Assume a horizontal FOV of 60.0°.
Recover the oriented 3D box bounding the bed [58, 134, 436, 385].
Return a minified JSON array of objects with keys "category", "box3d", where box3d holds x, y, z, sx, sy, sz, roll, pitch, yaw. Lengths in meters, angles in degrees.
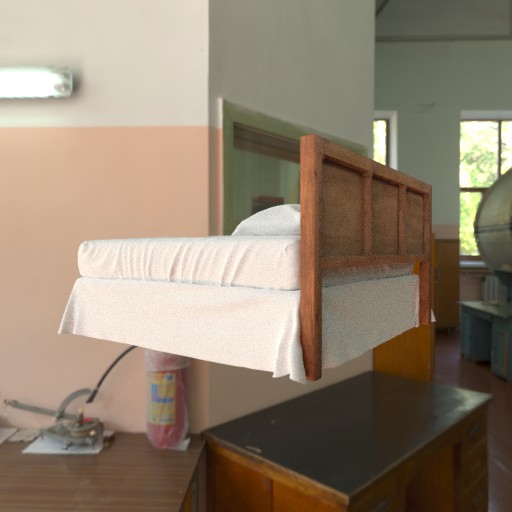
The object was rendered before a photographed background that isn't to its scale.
[{"category":"bed","box3d":[0.000,0.000,3.482,2.165,1.158,2.255,1,1,36]}]
